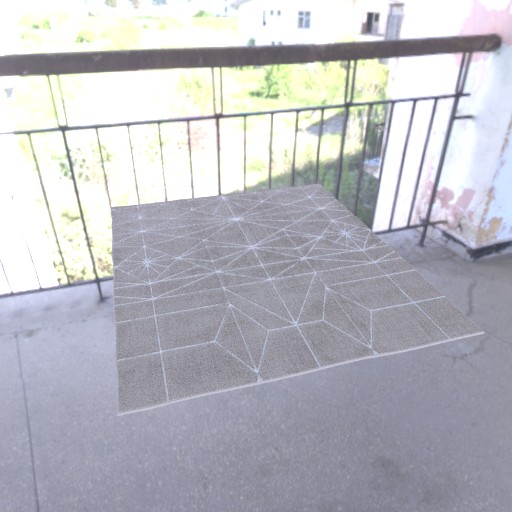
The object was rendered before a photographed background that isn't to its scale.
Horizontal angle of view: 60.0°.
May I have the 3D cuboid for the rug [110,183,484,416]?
[{"bbox_3d":[0.000,0.000,0.878,0.548,0.006,0.639,-9,32,-14],"label":"rug"}]
